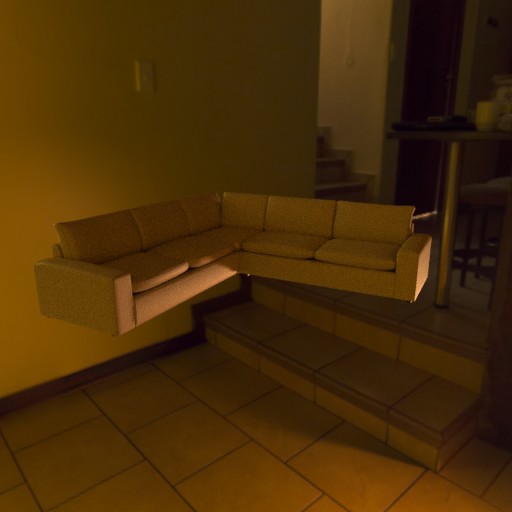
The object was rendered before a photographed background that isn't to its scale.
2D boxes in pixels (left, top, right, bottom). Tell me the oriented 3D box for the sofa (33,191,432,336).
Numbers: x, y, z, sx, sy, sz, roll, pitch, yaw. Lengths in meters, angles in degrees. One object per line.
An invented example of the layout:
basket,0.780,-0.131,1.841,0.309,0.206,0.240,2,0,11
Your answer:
sofa,0.000,0.000,4.131,2.742,0.800,2.622,8,17,27
